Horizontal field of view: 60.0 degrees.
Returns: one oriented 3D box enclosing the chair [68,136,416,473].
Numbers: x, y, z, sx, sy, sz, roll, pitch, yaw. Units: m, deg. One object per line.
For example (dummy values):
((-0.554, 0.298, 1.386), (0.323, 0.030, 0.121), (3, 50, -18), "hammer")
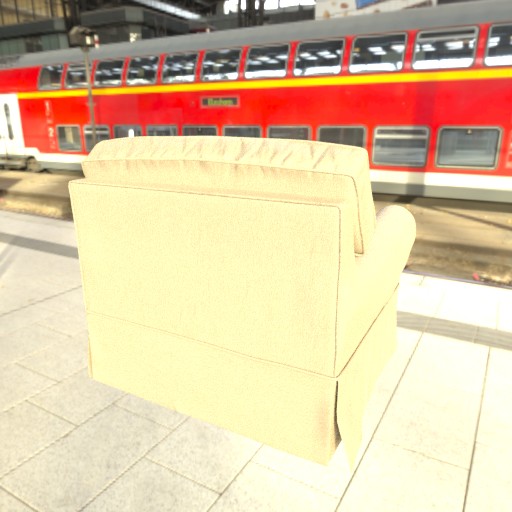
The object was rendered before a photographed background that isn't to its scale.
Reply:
((0.000, 0.000, 1.757), (1.096, 0.937, 0.903), (9, 19, 27), "chair")
